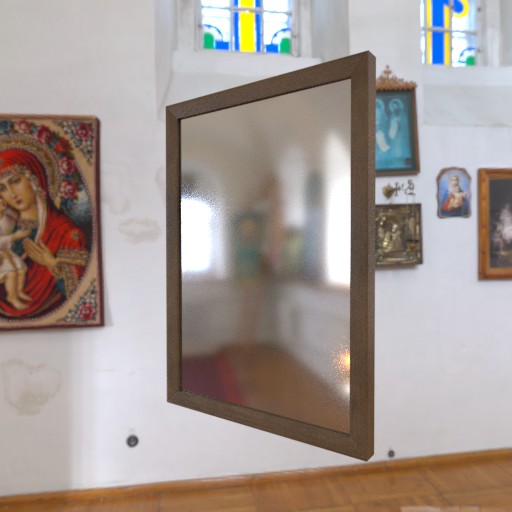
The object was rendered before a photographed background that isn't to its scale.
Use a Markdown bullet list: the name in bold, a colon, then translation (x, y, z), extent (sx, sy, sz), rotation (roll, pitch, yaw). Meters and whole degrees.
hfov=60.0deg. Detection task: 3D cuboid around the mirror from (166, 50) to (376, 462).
- **mirror**: translation (0.000, 0.000, 0.930), extent (0.507, 0.710, 0.040), rotation (1, 1, 36)
